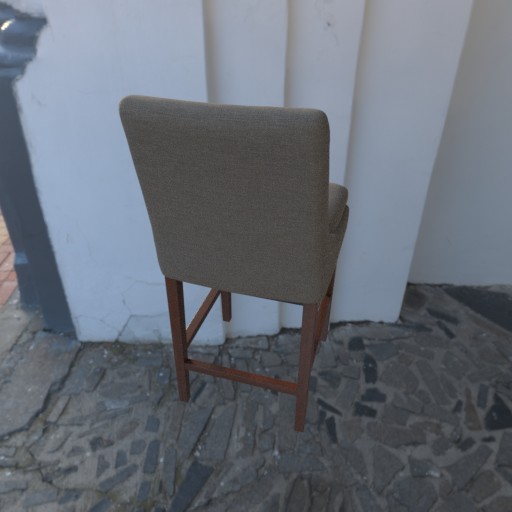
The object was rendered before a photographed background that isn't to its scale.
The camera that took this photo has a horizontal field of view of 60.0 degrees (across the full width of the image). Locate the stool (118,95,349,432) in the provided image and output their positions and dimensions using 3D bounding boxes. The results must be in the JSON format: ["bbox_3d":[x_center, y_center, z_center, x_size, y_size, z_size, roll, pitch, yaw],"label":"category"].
[{"bbox_3d":[0.000,0.000,1.287,0.470,0.981,0.577,9,34,14],"label":"stool"}]
